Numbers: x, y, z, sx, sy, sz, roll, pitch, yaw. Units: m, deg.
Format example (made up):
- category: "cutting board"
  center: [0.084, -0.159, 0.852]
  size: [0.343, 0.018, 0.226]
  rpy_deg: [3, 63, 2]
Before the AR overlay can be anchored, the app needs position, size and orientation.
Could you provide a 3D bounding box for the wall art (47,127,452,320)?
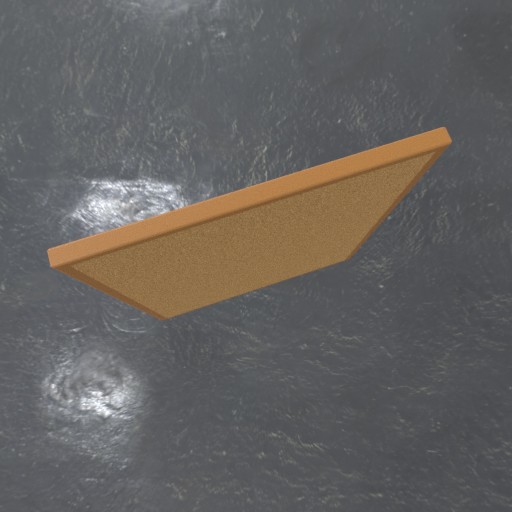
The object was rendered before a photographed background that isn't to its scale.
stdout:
- category: "wall art"
  center: [0.000, 0.000, 0.744]
  size: [0.452, 0.553, 0.022]
  rpy_deg: [-18, 77, -4]
